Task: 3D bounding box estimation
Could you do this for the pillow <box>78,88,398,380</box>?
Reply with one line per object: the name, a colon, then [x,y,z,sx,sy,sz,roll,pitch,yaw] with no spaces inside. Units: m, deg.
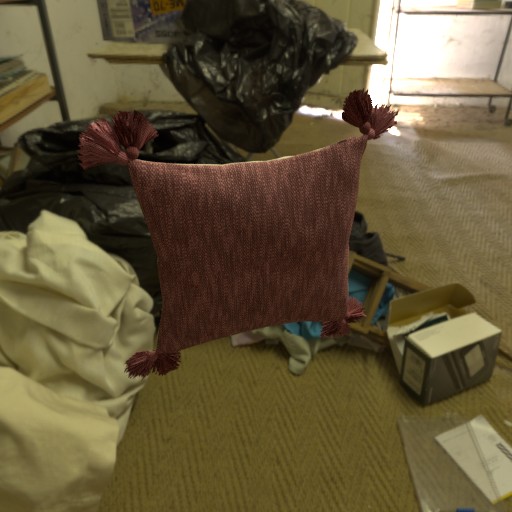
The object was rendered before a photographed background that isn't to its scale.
pillow: [0.000,0.000,0.962,0.641,0.659,0.138,-9,34,-14]
